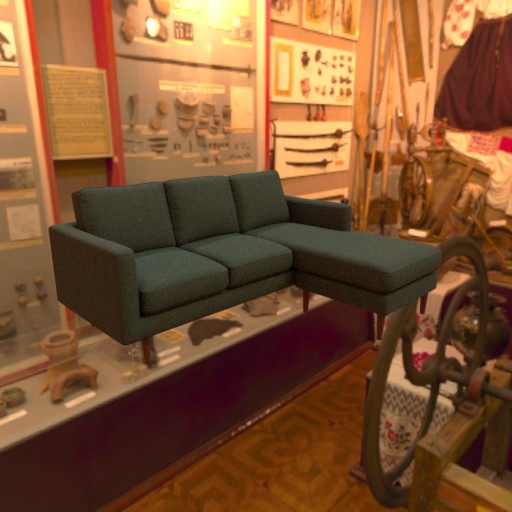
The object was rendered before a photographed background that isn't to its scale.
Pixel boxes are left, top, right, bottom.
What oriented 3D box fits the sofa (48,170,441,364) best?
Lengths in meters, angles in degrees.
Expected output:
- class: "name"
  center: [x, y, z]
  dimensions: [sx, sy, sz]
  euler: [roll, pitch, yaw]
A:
- class: "sofa"
  center: [0.000, 0.000, 2.970]
  dimensions: [2.055, 0.957, 1.667]
  euler: [-15, 22, -42]
